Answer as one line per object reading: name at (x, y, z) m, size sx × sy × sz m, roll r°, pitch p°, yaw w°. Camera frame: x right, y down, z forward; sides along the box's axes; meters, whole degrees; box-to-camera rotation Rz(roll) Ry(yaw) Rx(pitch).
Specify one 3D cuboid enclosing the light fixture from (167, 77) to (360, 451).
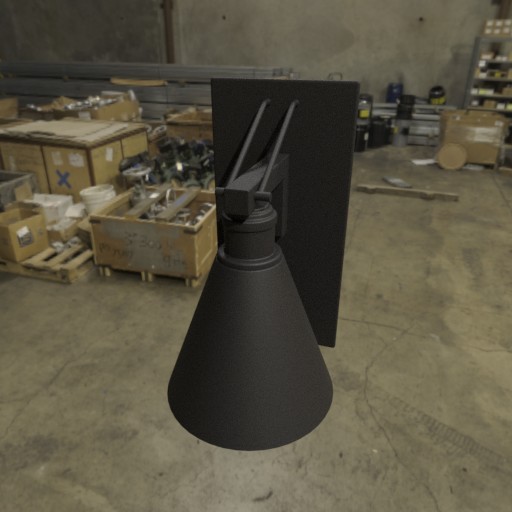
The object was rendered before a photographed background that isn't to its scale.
light fixture at (0.000, 0.000, 0.416) m, size 0.170 × 0.298 × 0.207 m, roll 8°, pitch 27°, yaw 16°
